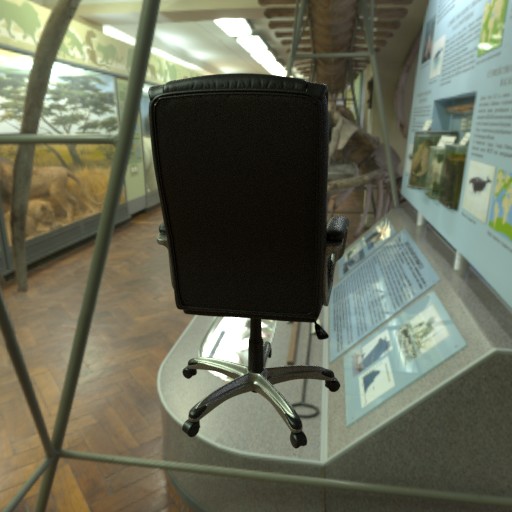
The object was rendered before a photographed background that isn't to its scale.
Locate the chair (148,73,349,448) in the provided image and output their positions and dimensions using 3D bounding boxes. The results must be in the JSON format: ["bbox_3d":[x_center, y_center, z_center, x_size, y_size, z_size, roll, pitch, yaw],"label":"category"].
[{"bbox_3d":[0.000,0.000,1.598,0.663,1.155,0.739,3,16,9],"label":"chair"}]
